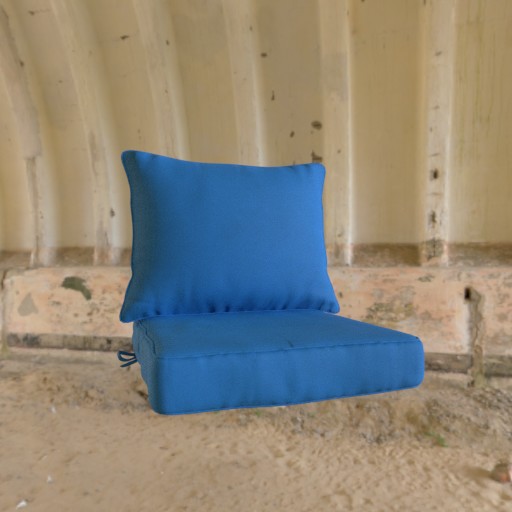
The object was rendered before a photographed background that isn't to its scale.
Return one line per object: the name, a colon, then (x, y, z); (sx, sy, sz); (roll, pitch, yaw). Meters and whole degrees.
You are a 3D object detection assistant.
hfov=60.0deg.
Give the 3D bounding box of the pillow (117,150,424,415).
pillow: (0.000, 0.000, 1.352); (0.798, 0.725, 0.733); (0, 0, -19)
